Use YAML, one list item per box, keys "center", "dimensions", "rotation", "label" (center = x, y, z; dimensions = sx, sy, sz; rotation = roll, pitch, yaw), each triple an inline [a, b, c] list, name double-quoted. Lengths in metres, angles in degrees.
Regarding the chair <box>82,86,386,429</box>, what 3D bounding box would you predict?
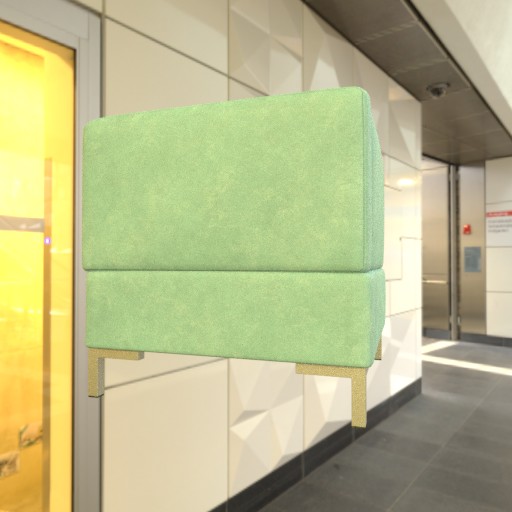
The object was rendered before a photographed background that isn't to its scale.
- center: [0.000, 0.000, 1.239]
  dimensions: [0.680, 0.660, 0.680]
  rotation: [0, -1, 18]
  label: "chair"
